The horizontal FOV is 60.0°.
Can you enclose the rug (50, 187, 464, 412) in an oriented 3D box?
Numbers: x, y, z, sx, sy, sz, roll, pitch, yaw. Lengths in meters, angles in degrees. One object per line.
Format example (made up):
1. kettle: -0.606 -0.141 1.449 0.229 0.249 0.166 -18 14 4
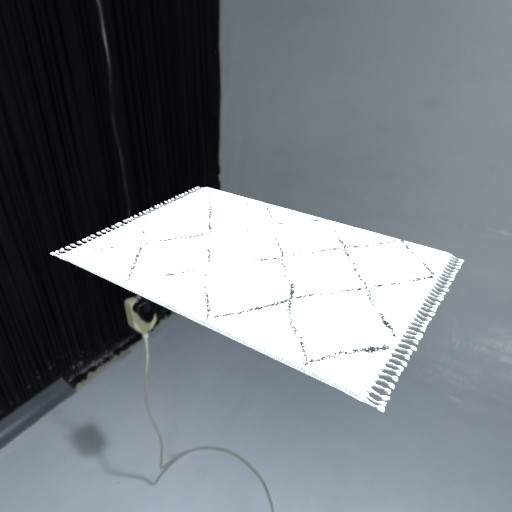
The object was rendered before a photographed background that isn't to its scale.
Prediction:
1. rug: 0.000 0.000 2.917 2.307 0.031 1.494 19 35 29
